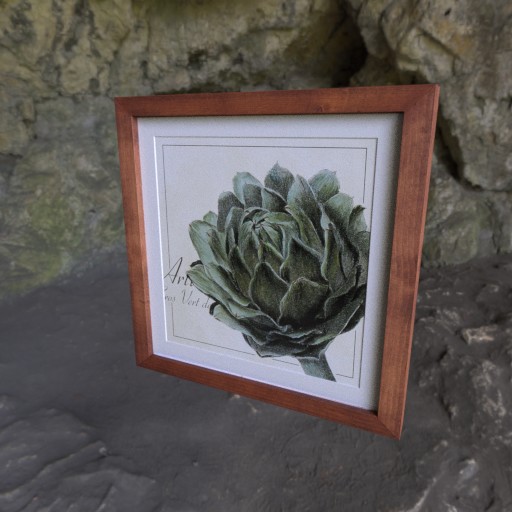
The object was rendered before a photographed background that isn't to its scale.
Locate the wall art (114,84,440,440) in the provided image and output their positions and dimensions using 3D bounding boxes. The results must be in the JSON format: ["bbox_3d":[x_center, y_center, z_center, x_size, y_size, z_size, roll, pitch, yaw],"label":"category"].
[{"bbox_3d":[0.000,0.000,0.556,0.386,0.385,0.038,8,18,25],"label":"wall art"}]
